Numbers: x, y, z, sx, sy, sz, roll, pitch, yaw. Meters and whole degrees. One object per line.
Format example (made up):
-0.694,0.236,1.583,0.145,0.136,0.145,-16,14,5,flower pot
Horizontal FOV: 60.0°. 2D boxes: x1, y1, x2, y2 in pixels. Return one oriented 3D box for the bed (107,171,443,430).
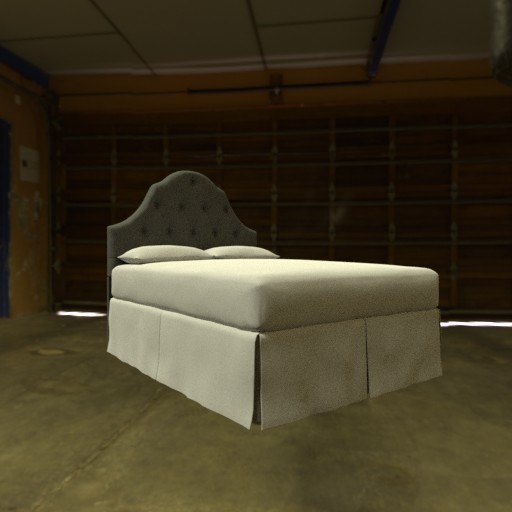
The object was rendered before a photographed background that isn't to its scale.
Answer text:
0.000,0.000,3.325,1.636,1.575,2.155,0,1,-37,bed
